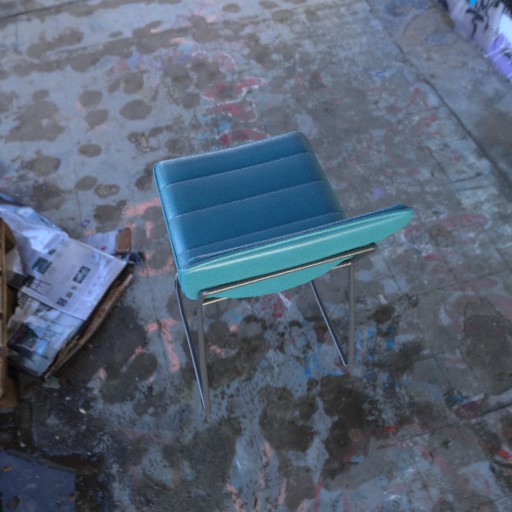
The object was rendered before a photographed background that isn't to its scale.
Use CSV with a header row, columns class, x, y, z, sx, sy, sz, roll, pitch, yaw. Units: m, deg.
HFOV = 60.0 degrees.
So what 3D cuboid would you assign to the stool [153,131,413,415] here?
class,x,y,z,sx,sy,sz,roll,pitch,yaw
stool,0.000,0.000,1.155,0.489,0.866,0.524,-15,60,-9
